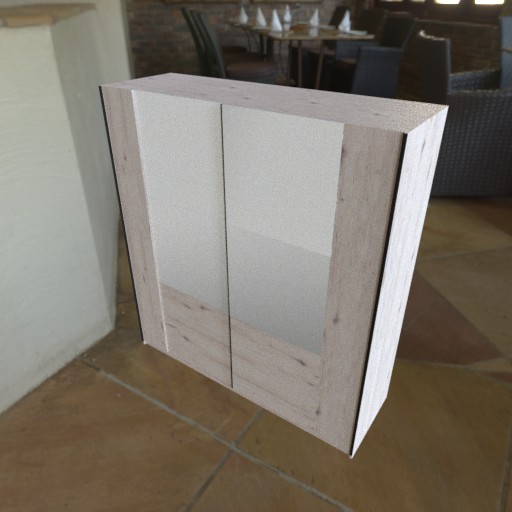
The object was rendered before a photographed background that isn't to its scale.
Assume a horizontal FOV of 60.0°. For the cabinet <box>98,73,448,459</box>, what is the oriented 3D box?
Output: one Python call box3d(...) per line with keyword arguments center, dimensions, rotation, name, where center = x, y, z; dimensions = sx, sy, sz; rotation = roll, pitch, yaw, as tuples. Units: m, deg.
box3d(center=(0.000, 0.000, 3.134), dimensions=(2.000, 2.180, 0.660), rotation=(19, 36, 29), name="cabinet")
